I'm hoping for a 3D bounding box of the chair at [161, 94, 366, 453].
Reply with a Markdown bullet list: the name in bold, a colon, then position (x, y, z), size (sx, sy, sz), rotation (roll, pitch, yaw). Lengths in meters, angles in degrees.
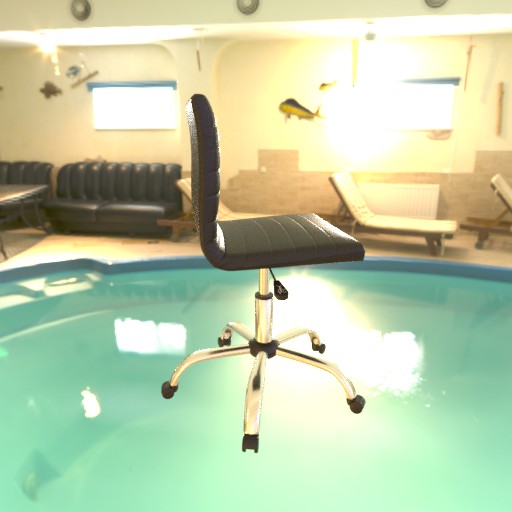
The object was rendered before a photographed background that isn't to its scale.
- **chair**: position (0.000, 0.000, 1.161), size (0.530, 0.780, 0.556), rotation (-3, 17, -10)
